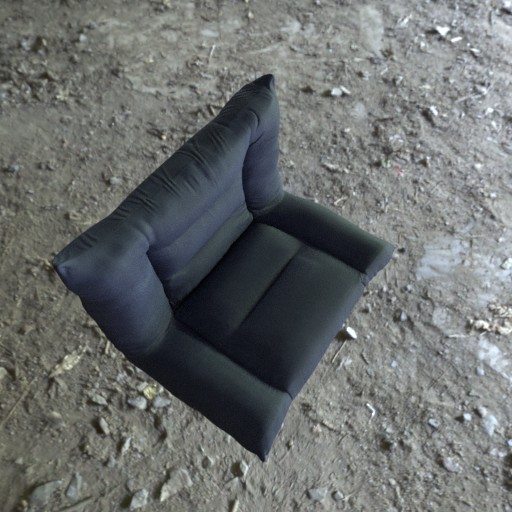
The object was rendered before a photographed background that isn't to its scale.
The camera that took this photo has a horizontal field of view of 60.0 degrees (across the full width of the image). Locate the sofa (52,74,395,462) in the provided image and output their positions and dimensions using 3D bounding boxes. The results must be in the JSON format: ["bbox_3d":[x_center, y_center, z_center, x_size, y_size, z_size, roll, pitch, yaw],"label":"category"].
[{"bbox_3d":[0.000,0.000,1.724,0.849,0.778,1.122,31,63,18],"label":"sofa"}]
